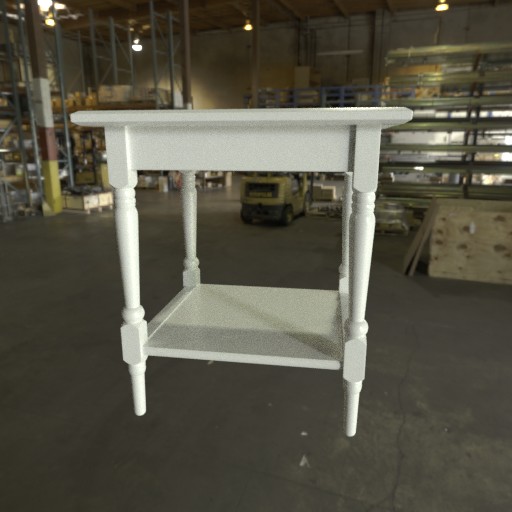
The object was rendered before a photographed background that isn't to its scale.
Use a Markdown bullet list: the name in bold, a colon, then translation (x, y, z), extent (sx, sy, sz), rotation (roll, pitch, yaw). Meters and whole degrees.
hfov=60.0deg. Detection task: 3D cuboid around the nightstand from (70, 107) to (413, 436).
- **nightstand**: translation (0.000, 0.000, 0.928), extent (0.505, 0.555, 0.459), rotation (2, 14, 9)
